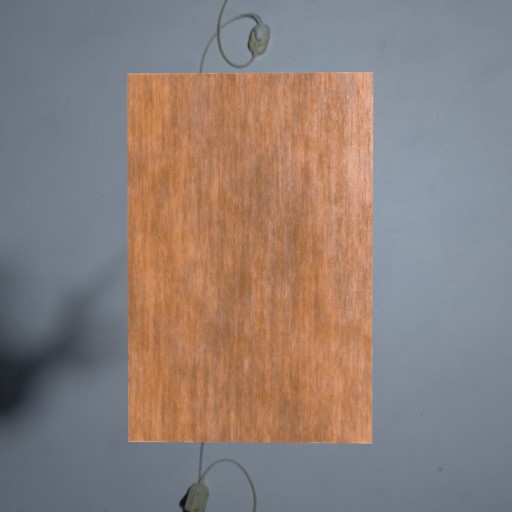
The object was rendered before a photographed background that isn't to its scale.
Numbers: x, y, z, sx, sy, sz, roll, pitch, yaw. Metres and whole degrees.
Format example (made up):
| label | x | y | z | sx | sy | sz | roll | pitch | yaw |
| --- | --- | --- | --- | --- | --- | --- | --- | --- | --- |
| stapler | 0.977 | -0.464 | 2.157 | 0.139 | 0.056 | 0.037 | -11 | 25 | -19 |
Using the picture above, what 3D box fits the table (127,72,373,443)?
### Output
| label | x | y | z | sx | sy | sz | roll | pitch | yaw |
| --- | --- | --- | --- | --- | --- | --- | --- | --- | --- |
| table | 0.000 | 0.000 | 0.834 | 0.307 | 0.580 | 0.454 | 0 | 91 | 1 |
